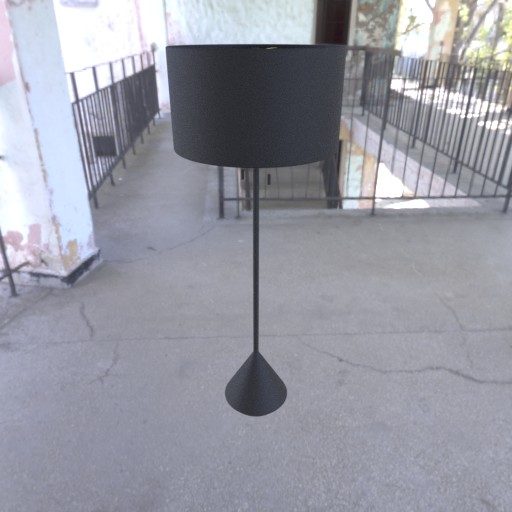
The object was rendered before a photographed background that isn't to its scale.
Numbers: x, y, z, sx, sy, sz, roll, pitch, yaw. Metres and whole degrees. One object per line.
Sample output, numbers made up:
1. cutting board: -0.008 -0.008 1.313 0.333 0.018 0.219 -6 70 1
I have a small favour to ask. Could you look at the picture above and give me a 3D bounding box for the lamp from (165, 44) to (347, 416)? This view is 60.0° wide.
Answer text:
1. lamp: 0.000 0.000 1.781 0.580 1.526 0.580 8 28 16
